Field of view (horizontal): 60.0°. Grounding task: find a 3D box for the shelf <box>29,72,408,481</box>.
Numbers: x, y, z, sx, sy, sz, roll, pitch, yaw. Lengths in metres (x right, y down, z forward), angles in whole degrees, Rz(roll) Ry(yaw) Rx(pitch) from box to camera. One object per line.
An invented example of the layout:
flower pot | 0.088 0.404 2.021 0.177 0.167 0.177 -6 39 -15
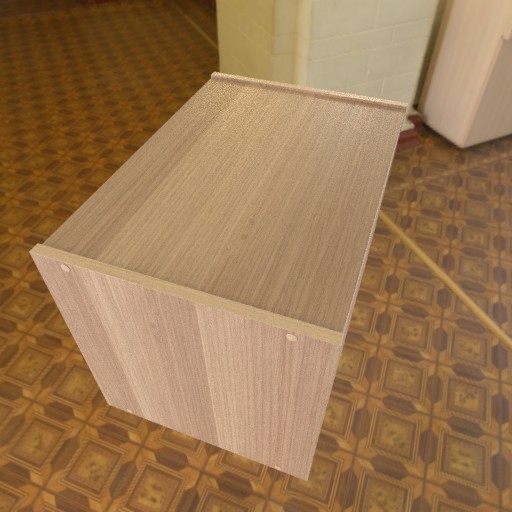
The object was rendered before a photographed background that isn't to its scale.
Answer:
shelf | 0.000 0.000 0.615 0.290 0.305 0.415 15 48 14
